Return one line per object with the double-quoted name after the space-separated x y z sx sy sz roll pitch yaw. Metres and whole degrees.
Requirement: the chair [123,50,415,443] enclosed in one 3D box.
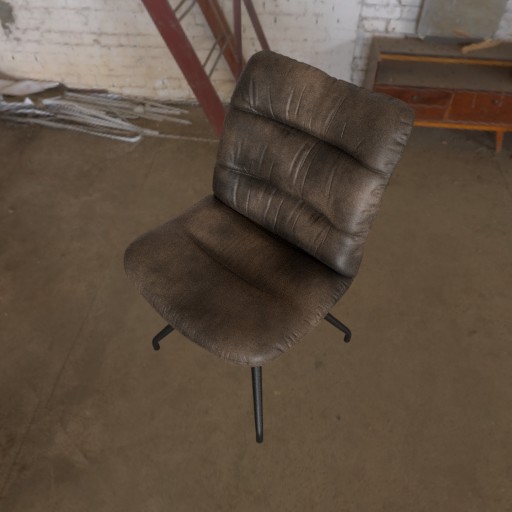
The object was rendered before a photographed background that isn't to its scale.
0.000 0.000 1.253 0.549 0.870 0.622 33 55 27 "chair"
